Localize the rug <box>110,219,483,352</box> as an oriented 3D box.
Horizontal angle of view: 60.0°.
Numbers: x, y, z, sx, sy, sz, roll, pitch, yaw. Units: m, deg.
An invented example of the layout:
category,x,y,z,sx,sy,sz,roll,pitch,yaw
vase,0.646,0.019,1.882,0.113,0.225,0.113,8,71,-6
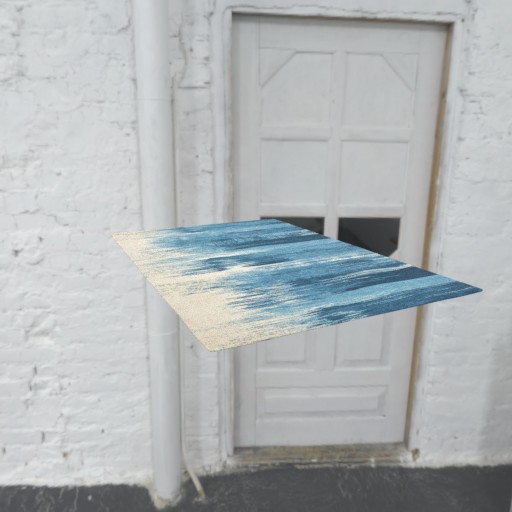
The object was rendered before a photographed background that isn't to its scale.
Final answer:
category,x,y,z,sx,sy,sz,roll,pitch,yaw
rug,0.000,0.000,2.376,1.232,0.009,1.836,-7,17,-26
